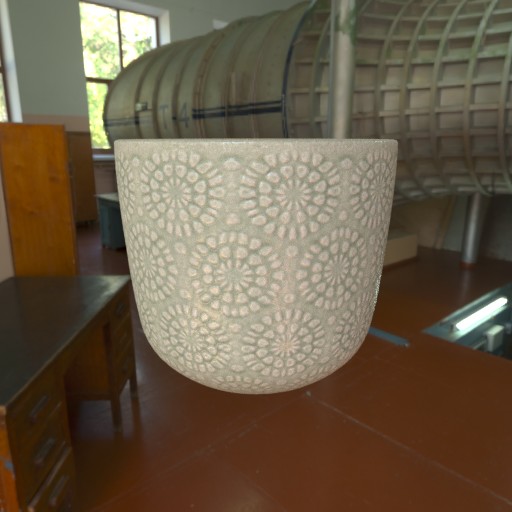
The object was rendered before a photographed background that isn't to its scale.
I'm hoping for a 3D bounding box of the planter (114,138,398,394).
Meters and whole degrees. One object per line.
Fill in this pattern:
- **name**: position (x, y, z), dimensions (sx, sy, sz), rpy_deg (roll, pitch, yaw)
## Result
- **planter**: position (0.000, 0.000, 0.215), dimensions (0.124, 0.109, 0.124), rpy_deg (0, 14, 0)
